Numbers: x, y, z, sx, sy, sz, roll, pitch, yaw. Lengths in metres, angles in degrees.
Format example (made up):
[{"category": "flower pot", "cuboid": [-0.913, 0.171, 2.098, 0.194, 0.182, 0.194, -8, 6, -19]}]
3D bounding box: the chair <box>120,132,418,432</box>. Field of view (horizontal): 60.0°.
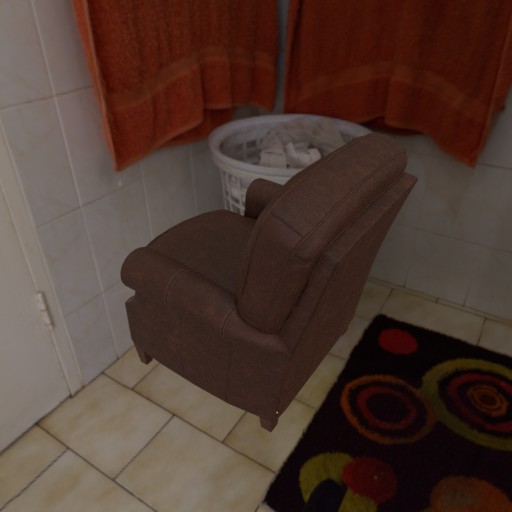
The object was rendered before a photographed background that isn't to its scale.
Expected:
[{"category": "chair", "cuboid": [0.000, 0.000, 1.809, 0.986, 1.018, 0.936, 20, 38, 28]}]
